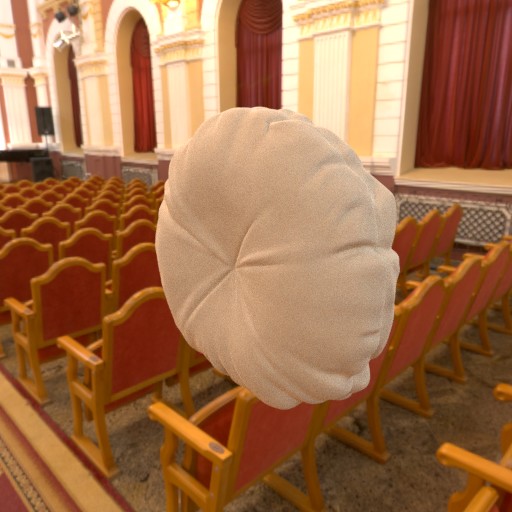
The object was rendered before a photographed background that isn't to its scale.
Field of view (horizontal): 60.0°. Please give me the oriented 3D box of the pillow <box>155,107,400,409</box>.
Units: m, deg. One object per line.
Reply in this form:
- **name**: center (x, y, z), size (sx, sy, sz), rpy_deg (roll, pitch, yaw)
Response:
- **pillow**: center (0.000, 0.000, 0.637), size (0.148, 0.407, 0.428), rpy_deg (-14, 21, -42)
